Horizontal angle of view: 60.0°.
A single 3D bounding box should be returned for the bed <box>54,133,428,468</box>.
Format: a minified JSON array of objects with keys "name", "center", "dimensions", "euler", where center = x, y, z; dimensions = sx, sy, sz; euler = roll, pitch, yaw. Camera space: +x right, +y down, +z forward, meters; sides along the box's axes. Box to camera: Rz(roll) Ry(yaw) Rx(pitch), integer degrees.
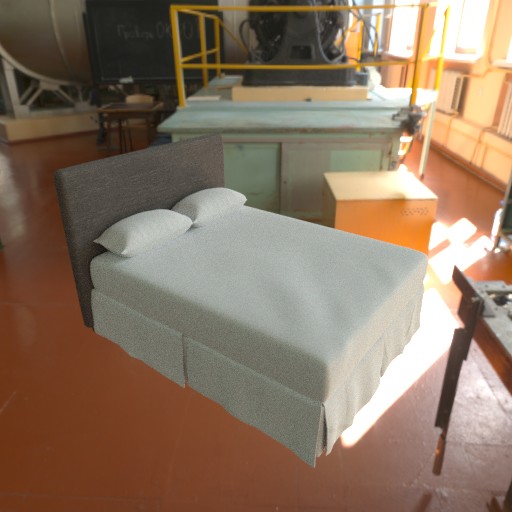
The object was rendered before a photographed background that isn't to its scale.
[{"name":"bed","center":[0.000,0.000,3.262],"dimensions":[2.142,1.330,1.723],"euler":[18,32,32]}]
